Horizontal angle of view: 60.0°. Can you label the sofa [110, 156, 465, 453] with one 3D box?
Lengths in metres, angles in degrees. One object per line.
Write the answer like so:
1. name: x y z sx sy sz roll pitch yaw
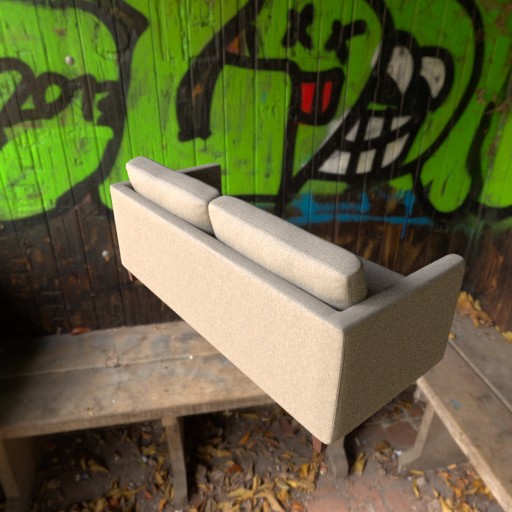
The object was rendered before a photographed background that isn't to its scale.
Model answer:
1. sofa: 0.000 0.000 2.779 0.956 0.963 2.208 -20 34 -34
